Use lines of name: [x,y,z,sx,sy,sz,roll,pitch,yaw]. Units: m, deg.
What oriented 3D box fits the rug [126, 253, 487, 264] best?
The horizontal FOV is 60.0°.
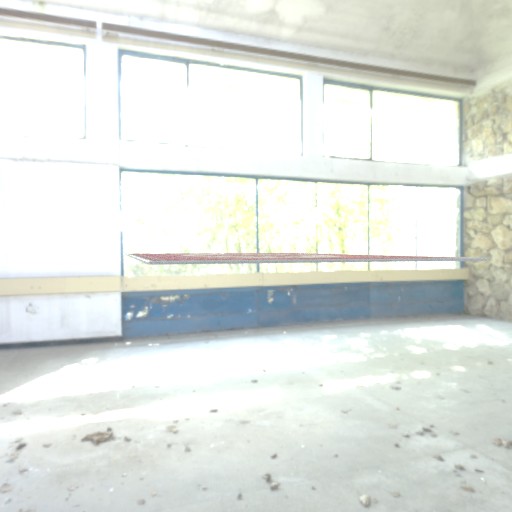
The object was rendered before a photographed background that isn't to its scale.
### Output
rug: [0.000,0.000,2.260,1.217,0.011,1.747,0,1,-18]
